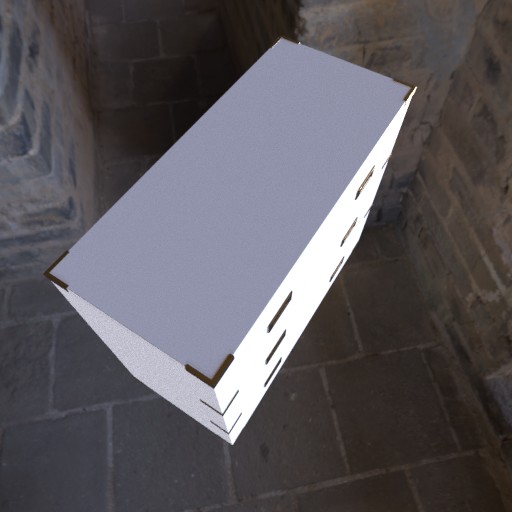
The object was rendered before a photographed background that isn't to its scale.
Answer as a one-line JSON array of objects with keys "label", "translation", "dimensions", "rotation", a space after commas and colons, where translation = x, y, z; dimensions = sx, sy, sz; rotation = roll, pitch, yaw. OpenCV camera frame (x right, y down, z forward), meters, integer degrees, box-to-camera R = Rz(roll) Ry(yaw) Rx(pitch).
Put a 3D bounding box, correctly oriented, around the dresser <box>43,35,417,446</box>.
[{"label": "dresser", "translation": [0.000, 0.000, 1.514], "dimensions": [0.460, 0.891, 1.022], "rotation": [29, 64, 16]}]
